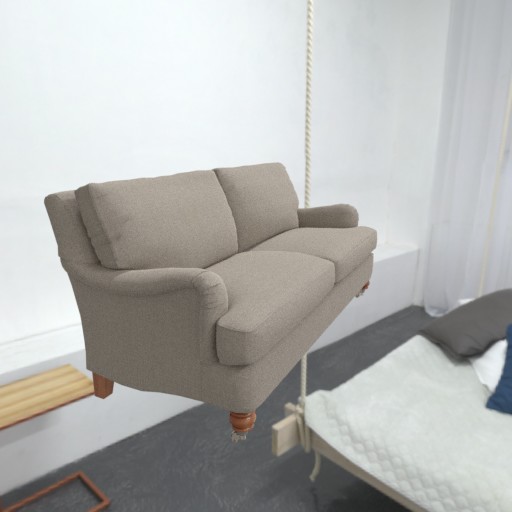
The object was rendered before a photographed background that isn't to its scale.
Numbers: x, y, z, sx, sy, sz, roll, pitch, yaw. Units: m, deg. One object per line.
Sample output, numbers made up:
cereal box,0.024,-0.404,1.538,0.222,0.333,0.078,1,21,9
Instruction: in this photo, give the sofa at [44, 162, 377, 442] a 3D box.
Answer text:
sofa,0.000,0.000,2.749,1.087,1.054,2.160,7,17,26
